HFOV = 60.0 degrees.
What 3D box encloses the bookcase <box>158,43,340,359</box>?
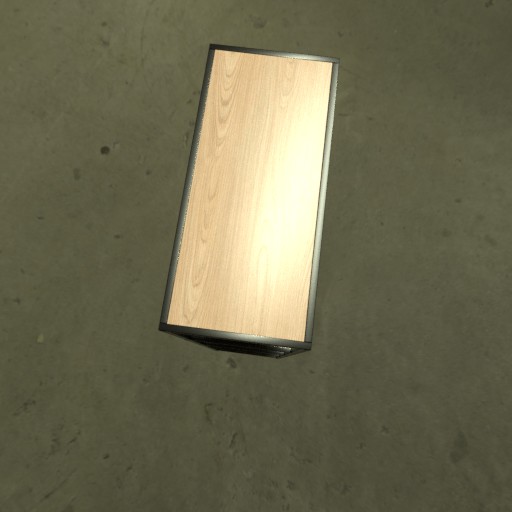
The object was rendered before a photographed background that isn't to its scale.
[{"bbox_3d":[0.000,0.000,1.822,0.350,1.500,0.770,7,76,2],"label":"bookcase"}]
